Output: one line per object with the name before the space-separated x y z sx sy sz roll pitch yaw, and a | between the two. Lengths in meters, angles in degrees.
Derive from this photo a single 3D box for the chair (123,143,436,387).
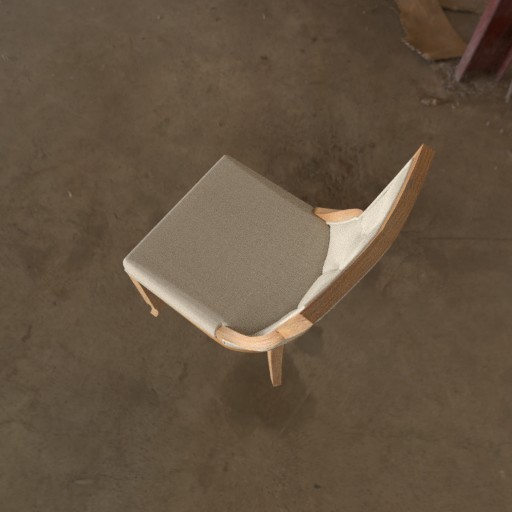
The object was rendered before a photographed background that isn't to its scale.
chair | 0.000 0.000 1.321 0.641 0.947 0.524 34 69 15
